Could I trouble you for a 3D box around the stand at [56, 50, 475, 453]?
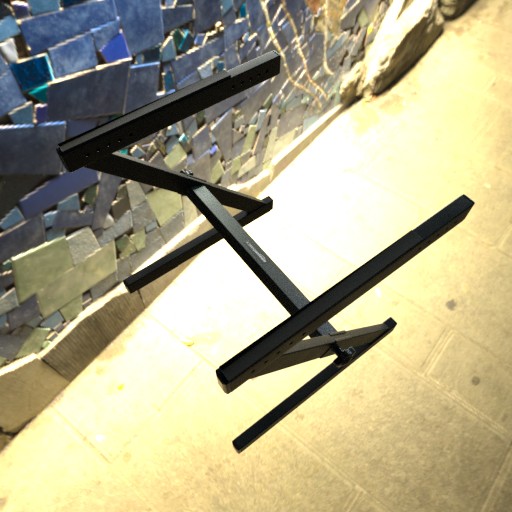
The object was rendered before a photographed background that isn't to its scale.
[{"bbox_3d":[0.000,0.000,1.139,0.586,0.617,0.700,-32,63,-19],"label":"stand"}]
